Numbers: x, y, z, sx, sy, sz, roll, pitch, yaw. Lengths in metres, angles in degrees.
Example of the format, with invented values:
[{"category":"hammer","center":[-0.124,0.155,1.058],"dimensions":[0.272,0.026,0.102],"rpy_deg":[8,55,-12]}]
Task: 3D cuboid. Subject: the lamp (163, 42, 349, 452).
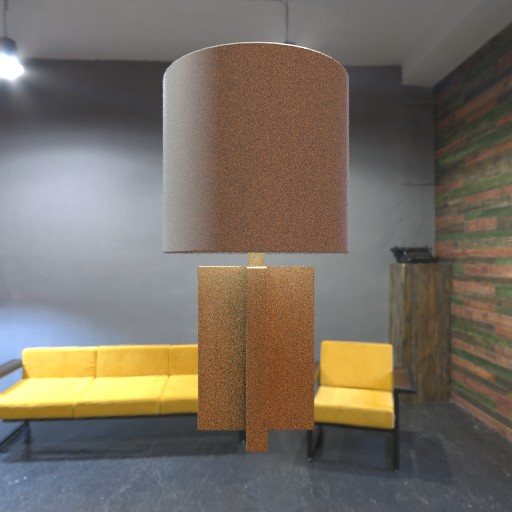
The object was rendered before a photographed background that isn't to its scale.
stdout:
[{"category":"lamp","center":[0.000,0.000,0.556],"dimensions":[0.229,0.428,0.229],"rpy_deg":[0,0,-1]}]
